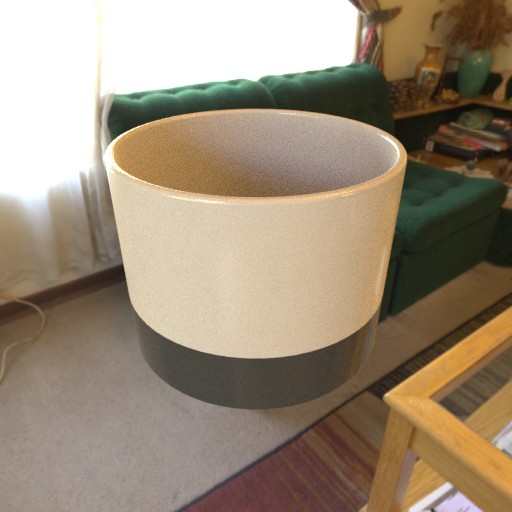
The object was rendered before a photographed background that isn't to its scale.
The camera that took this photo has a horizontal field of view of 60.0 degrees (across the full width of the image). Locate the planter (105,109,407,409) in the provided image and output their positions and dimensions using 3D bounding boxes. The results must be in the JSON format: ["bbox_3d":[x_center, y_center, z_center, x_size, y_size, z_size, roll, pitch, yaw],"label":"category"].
[{"bbox_3d":[0.000,0.000,0.339,0.193,0.177,0.193,0,31,0],"label":"planter"}]
